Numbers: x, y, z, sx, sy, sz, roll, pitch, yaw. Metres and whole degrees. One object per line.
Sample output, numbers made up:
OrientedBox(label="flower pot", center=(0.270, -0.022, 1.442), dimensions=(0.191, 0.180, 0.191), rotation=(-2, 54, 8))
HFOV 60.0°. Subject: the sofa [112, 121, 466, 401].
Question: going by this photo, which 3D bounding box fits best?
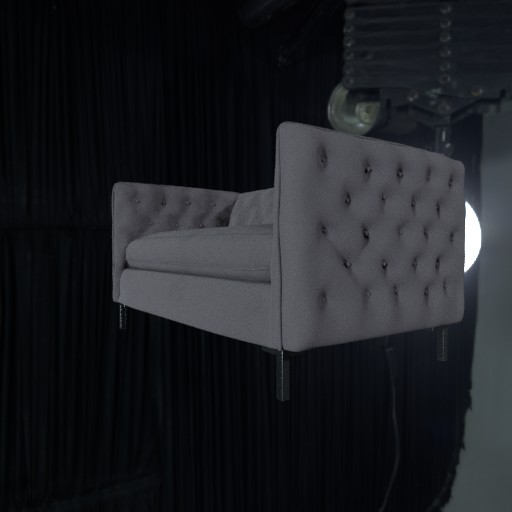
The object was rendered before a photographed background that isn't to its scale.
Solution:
OrientedBox(label="sofa", center=(0.000, 0.000, 2.084), dimensions=(0.909, 0.810, 1.583), rotation=(-1, 1, -36))
